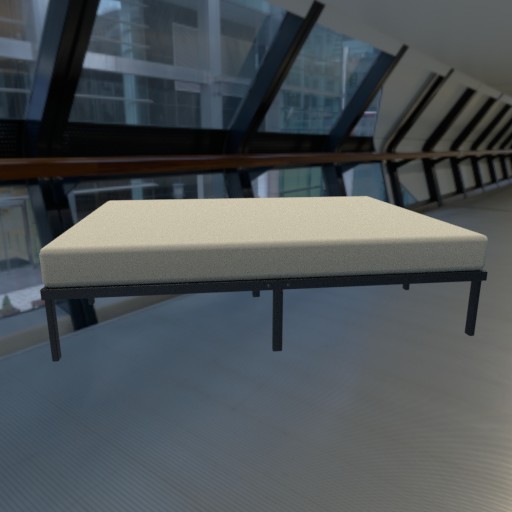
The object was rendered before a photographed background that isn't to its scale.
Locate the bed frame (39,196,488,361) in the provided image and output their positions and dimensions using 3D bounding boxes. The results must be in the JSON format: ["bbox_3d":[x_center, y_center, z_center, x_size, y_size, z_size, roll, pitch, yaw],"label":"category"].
[{"bbox_3d":[0.000,0.000,3.544,2.635,0.680,1.990,-2,15,-7],"label":"bed frame"}]
